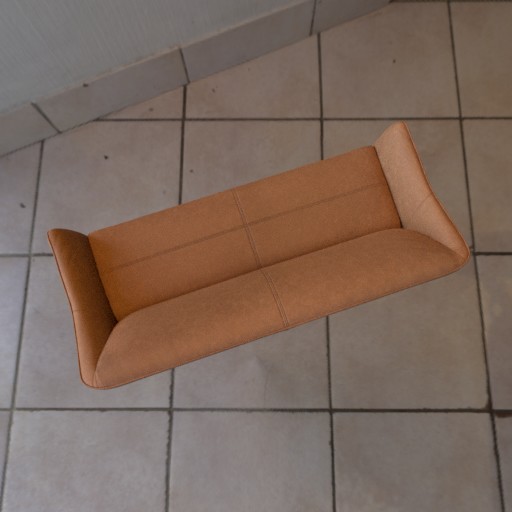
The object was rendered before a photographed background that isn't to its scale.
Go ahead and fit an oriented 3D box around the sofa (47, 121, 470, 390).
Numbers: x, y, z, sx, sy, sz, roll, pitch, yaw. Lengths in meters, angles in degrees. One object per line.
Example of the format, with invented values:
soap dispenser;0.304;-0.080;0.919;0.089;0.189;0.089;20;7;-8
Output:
sofa;0.000;0.000;2.363;1.928;0.830;0.869;-18;78;-4
